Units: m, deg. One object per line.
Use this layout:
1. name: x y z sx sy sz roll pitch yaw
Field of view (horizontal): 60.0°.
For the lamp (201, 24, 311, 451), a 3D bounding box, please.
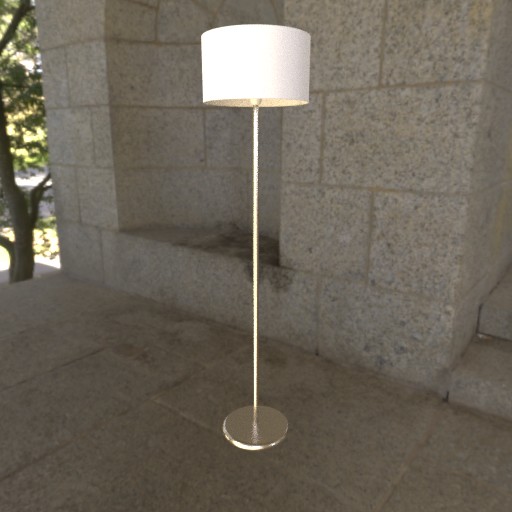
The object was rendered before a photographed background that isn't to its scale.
1. lamp: 0.000 0.000 1.602 0.347 1.443 0.347 2 15 9
